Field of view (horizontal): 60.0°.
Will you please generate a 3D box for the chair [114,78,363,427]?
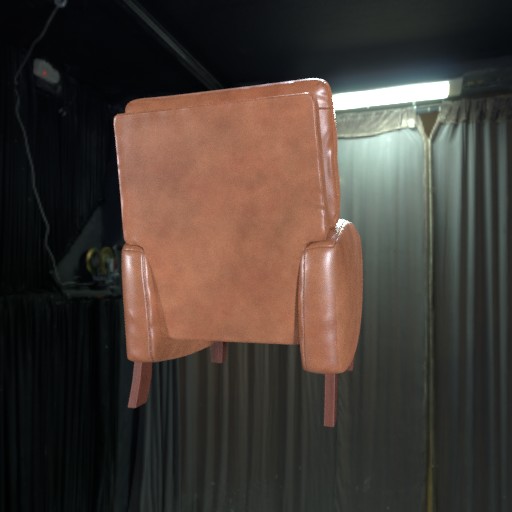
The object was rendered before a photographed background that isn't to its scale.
[{"bbox_3d":[0.000,0.000,1.679,0.762,0.990,0.990,-1,-2,16],"label":"chair"}]
